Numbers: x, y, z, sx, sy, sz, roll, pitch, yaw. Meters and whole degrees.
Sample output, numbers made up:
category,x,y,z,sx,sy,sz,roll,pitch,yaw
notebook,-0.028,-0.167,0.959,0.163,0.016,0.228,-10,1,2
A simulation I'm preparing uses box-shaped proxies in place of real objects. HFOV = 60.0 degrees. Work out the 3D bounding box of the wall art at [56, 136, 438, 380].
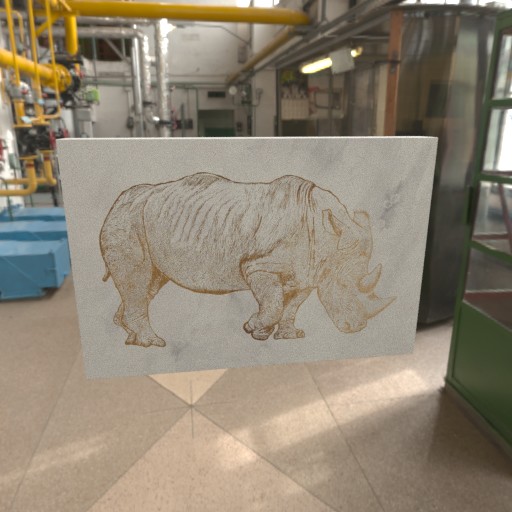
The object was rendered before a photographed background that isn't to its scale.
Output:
category,x,y,z,sx,sy,sz,roll,pitch,yaw
wall art,0.000,0.000,0.492,0.381,0.254,0.038,-3,17,-8
